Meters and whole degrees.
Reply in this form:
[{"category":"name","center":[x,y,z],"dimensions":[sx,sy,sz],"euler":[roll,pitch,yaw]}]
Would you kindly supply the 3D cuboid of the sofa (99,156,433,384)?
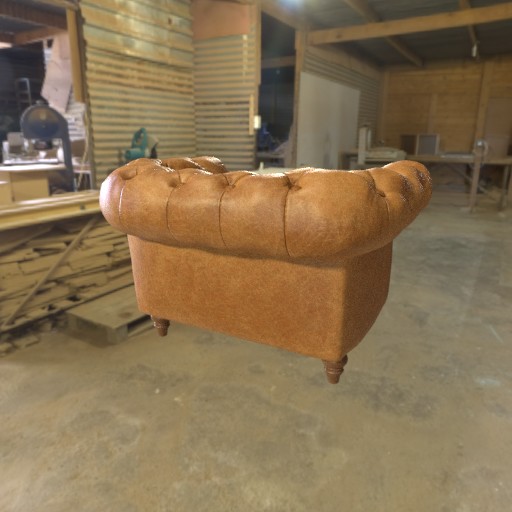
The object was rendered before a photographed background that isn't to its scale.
[{"category":"sofa","center":[0.000,0.000,2.077],"dimensions":[1.405,0.878,1.033],"euler":[8,18,28]}]
